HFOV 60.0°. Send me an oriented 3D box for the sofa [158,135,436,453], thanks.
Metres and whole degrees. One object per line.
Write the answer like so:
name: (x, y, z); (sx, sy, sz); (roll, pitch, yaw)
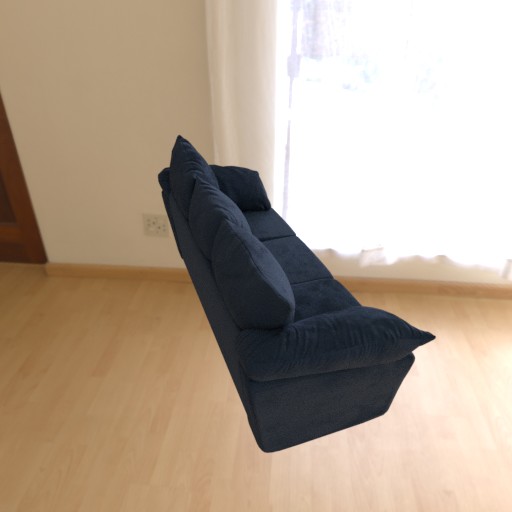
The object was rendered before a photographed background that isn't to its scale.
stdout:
sofa: (0.000, 0.000, 2.911); (0.907, 1.091, 2.390); (-11, 33, -17)
